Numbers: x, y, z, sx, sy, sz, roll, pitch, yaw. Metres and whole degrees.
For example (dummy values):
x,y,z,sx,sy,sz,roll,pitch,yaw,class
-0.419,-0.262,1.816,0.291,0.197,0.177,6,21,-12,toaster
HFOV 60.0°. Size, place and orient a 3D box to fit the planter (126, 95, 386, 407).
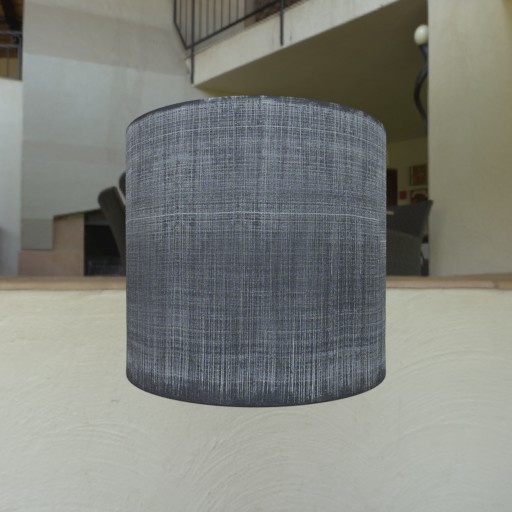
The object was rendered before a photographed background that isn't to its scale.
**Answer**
x,y,z,sx,sy,sz,roll,pitch,yaw,class
0.000,0.000,0.390,0.221,0.201,0.221,0,-1,0,planter
